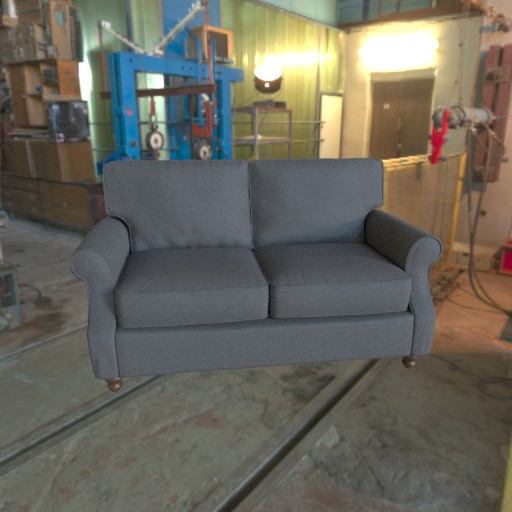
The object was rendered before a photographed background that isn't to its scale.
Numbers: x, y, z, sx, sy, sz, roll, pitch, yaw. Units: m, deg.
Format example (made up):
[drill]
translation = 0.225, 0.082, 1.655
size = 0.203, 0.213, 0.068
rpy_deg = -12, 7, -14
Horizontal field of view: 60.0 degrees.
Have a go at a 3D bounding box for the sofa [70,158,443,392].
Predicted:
[sofa]
translation = 0.000, 0.000, 2.281
size = 1.665, 0.937, 0.964
rpy_deg = -2, 17, -8
